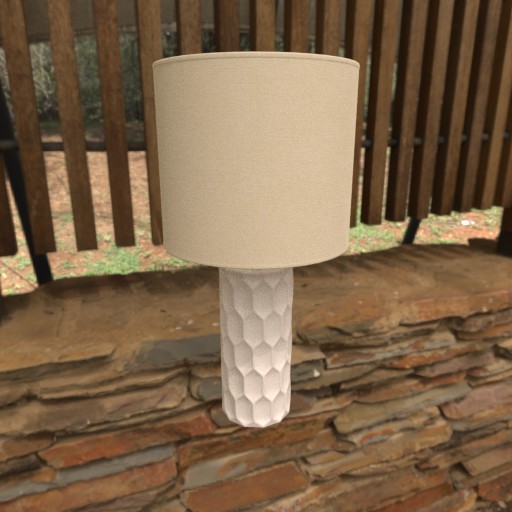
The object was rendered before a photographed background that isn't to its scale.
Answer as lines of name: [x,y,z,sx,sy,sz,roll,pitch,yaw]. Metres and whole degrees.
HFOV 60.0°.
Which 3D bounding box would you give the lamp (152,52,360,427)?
lamp: [0.000,0.000,0.681,0.277,0.537,0.277,-8,18,-25]
